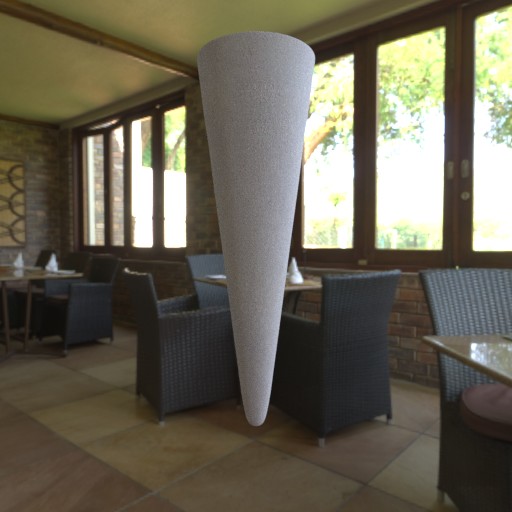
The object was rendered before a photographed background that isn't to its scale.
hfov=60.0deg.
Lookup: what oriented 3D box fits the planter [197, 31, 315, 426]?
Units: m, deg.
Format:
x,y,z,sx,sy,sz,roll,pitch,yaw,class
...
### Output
x,y,z,sx,sy,sz,roll,pitch,yaw,class
0.000,0.000,0.299,0.078,0.259,0.087,0,2,0,planter
